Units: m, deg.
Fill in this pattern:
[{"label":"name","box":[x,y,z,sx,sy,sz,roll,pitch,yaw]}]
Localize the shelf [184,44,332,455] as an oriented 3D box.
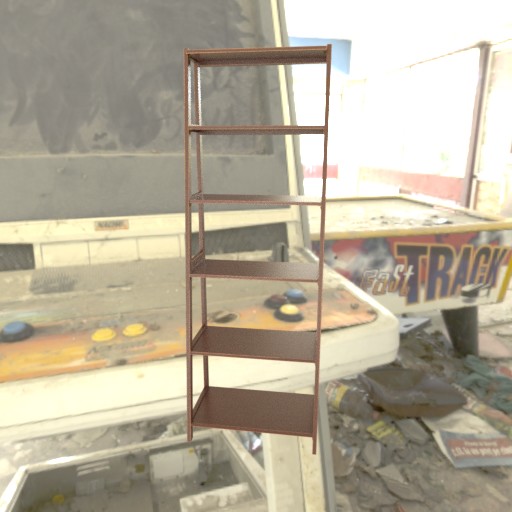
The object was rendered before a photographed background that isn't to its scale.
[{"label":"shelf","box":[0.000,0.000,2.172,0.660,1.892,0.381,2,14,8]}]
